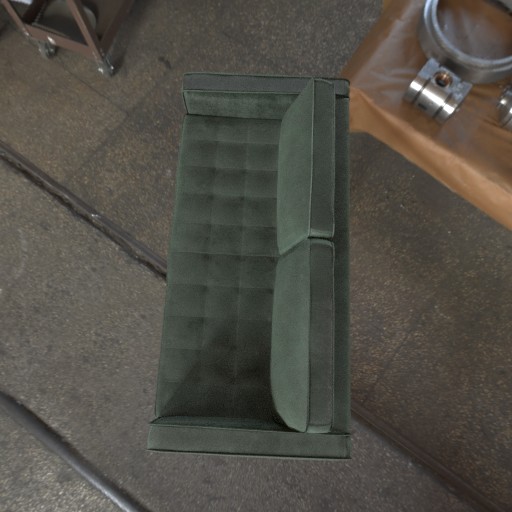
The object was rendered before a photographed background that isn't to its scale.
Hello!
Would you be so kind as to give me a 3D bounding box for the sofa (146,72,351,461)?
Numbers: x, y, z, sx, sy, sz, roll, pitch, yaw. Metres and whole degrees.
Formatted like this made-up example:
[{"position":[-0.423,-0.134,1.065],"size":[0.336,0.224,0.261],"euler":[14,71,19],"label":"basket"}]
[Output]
[{"position":[0.000,0.000,2.213],"size":[0.886,0.781,1.816],"euler":[3,76,1],"label":"sofa"}]
